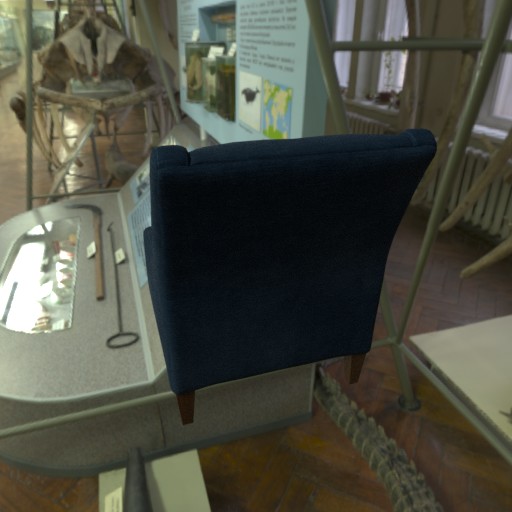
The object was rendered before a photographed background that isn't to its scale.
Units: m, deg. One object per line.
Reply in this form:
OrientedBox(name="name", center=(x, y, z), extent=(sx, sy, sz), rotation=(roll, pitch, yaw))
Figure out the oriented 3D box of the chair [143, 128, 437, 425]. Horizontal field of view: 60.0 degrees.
OrientedBox(name="chair", center=(0.000, 0.000, 1.646), extent=(0.774, 1.014, 0.870), rotation=(-8, 27, -16))
